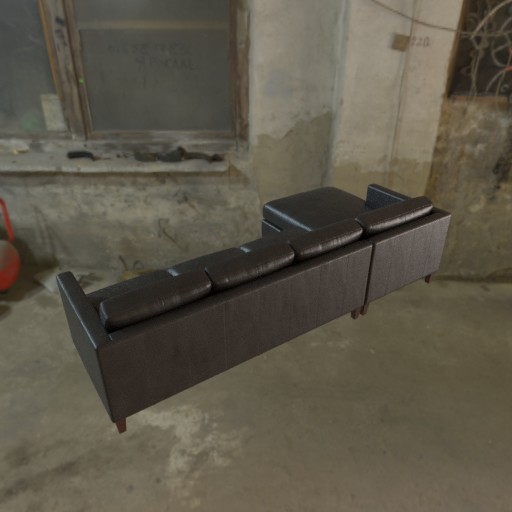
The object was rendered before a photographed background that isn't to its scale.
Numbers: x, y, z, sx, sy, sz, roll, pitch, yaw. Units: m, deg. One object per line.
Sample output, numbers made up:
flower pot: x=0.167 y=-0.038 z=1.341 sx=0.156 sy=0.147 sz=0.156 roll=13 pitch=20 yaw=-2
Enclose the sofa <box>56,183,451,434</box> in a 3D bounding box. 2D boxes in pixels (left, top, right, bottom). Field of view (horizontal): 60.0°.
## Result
sofa: x=0.000 y=0.000 z=3.917 sx=3.203 sy=0.883 sz=1.581 roll=-19 pitch=35 yaw=-29
